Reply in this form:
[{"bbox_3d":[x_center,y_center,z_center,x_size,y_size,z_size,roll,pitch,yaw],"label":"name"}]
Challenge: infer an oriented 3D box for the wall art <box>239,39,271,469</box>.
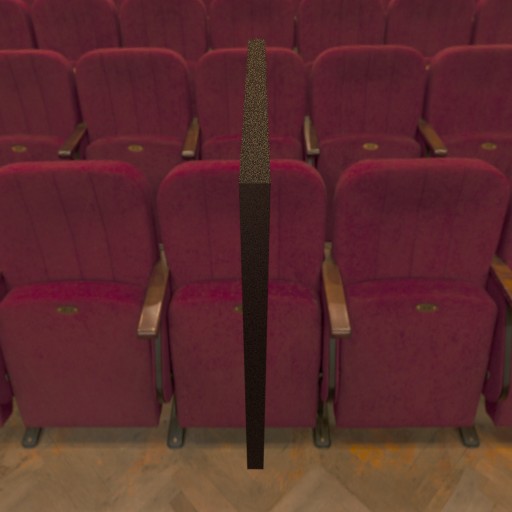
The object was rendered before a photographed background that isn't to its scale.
[{"bbox_3d":[0.000,0.000,0.742,0.028,0.557,0.457,0,40,0],"label":"wall art"}]
